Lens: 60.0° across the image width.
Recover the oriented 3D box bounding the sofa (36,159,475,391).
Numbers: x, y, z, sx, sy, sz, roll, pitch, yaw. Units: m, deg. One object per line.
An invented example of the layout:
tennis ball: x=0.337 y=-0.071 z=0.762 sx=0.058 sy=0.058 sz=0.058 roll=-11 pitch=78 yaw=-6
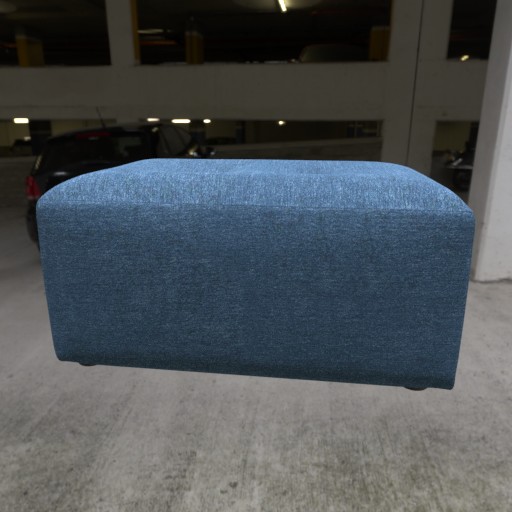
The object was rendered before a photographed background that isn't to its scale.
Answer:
sofa: x=0.000 y=0.000 z=1.168 sx=0.930 sy=0.470 sz=0.480 roll=2 pitch=18 yaw=7
